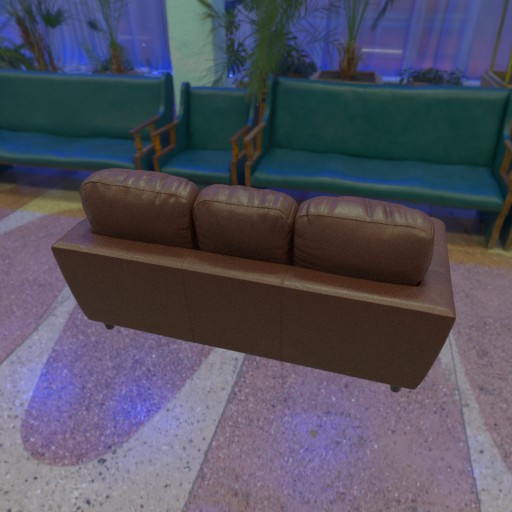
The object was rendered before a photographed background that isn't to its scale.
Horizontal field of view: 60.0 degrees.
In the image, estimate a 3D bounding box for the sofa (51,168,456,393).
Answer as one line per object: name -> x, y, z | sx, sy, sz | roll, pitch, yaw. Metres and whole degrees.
sofa -> 0.000, 0.000, 2.315 | 1.862, 0.915, 0.802 | 9, 35, 14
